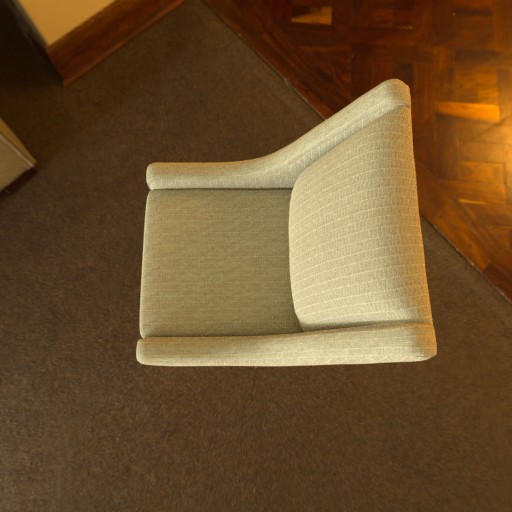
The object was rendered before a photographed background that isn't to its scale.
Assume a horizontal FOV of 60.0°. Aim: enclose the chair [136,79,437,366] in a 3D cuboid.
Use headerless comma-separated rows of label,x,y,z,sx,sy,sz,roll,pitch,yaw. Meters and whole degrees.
chair,0.000,0.000,1.604,0.870,1.014,0.774,0,76,0
